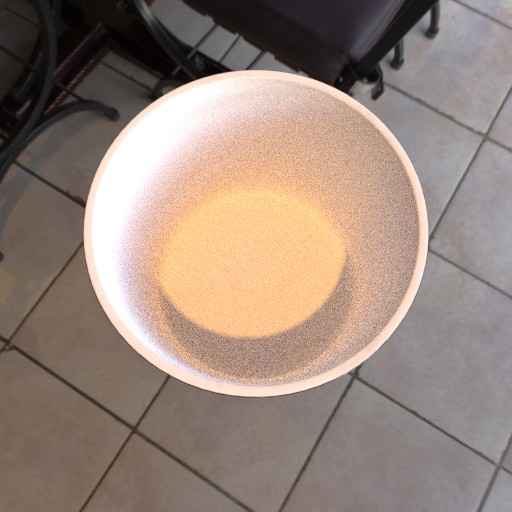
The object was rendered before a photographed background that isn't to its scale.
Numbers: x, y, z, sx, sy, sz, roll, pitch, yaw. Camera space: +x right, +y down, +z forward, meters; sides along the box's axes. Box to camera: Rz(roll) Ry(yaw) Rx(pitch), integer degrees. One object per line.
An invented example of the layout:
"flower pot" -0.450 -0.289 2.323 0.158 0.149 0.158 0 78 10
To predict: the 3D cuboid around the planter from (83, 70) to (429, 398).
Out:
"planter" 0.000 0.000 0.433 0.254 0.221 0.254 0 75 0
